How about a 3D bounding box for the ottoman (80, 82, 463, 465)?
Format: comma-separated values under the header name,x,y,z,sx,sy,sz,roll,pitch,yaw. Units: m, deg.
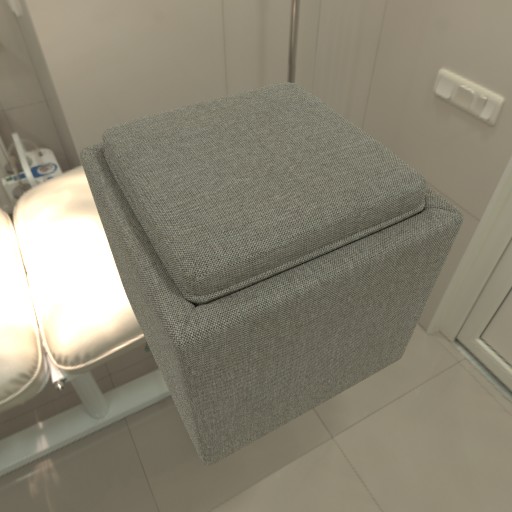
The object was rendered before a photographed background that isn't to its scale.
name,x,y,z,sx,sy,sz,roll,pitch,yaw
ottoman,0.000,0.000,0.814,0.450,0.460,0.450,-22,50,-20
